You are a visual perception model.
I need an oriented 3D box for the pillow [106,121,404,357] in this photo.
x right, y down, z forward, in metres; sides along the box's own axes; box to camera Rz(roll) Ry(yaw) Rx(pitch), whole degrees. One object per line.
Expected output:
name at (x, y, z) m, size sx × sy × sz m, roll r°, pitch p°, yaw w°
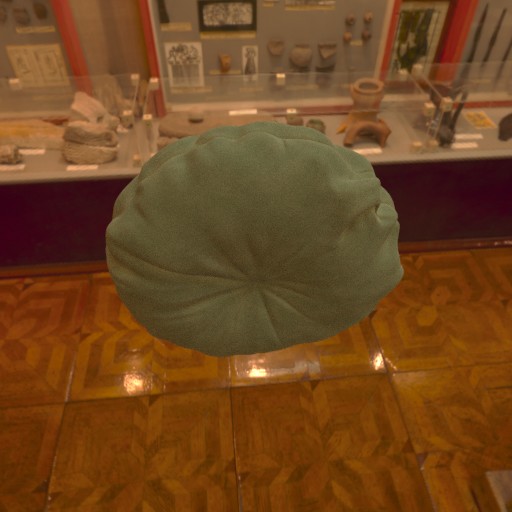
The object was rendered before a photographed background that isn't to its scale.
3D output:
pillow at (0.000, 0.000, 0.651) m, size 0.428 × 0.407 × 0.148 m, roll -3°, pitch 46°, yaw -3°
